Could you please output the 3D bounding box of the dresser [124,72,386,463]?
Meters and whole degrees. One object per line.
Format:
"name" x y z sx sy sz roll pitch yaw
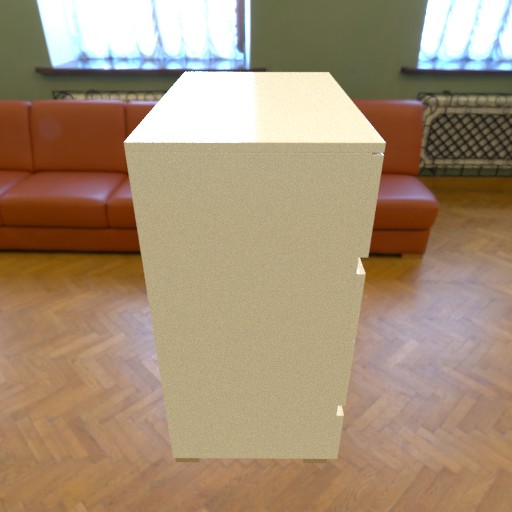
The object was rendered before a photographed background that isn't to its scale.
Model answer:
"dresser" 0.000 0.000 1.160 0.400 0.800 0.650 0 31 0
